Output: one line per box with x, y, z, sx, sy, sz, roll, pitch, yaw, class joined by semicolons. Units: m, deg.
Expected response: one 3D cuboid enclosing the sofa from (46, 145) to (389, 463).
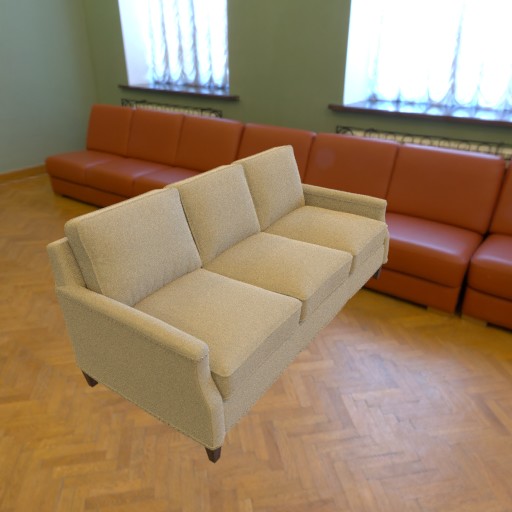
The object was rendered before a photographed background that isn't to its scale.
0.000;0.000;2.876;1.084;1.003;2.246;17;31;30;sofa
